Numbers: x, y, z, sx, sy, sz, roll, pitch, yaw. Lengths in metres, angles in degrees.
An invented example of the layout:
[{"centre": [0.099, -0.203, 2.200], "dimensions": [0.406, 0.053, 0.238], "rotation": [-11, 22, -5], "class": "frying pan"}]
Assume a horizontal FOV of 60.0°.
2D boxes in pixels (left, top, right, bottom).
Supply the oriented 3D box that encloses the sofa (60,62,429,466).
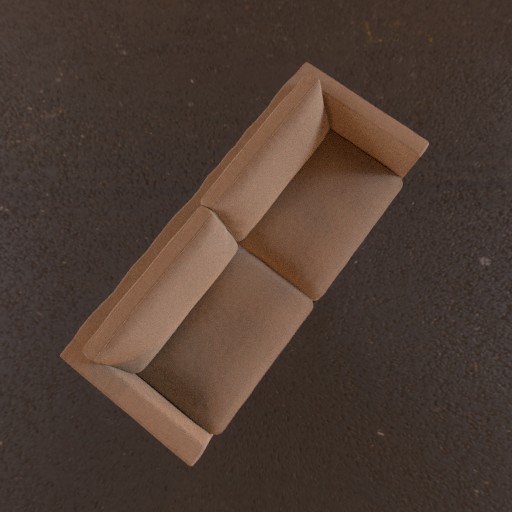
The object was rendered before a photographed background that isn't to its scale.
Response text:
[{"centre": [0.000, 0.000, 2.778], "dimensions": [0.956, 0.847, 2.296], "rotation": [37, 80, 8], "class": "sofa"}]
